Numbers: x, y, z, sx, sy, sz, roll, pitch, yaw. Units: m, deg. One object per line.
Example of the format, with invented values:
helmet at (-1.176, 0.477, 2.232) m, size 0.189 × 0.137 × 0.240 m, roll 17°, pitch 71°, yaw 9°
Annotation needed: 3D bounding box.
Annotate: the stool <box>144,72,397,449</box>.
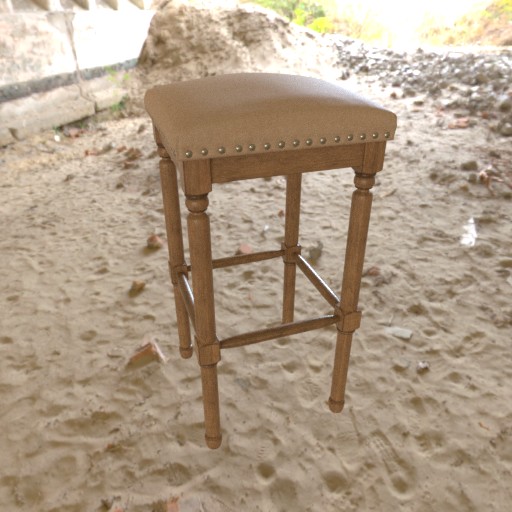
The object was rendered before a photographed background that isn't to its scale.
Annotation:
stool at (0.000, 0.000, 1.008) m, size 0.382 × 0.768 × 0.383 m, roll -10°, pitch 31°, yaw -17°
